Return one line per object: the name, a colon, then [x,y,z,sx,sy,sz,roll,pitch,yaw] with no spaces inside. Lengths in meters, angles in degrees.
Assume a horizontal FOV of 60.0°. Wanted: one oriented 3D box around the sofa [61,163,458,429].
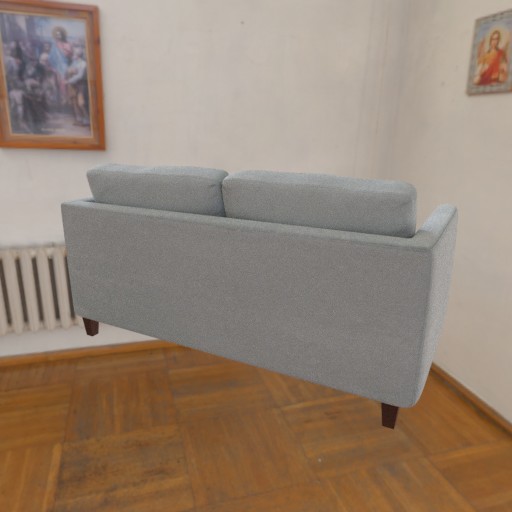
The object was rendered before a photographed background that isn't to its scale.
sofa: [0.000,0.000,2.370,1.884,0.963,0.950,9,19,27]
